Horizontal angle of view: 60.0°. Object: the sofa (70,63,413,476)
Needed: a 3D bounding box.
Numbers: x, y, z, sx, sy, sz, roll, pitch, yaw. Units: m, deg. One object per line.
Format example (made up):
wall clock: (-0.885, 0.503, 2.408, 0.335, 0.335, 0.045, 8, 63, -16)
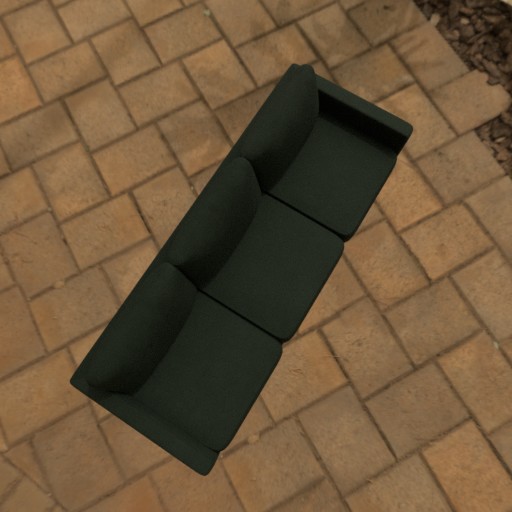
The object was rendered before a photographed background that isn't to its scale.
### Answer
sofa: (0.000, 0.000, 2.613, 0.859, 0.870, 2.218, 31, 78, 8)
